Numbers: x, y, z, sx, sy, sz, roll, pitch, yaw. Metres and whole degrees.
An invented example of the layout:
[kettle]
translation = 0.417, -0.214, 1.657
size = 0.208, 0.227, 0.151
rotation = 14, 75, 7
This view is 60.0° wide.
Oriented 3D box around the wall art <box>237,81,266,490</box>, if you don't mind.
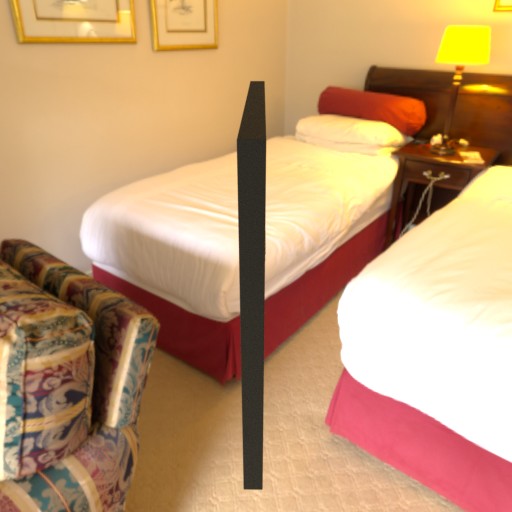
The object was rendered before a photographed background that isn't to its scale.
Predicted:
[wall art]
translation = 0.000, 0.000, 1.131
size = 0.044, 0.758, 0.758
rotation = 0, 27, 1
